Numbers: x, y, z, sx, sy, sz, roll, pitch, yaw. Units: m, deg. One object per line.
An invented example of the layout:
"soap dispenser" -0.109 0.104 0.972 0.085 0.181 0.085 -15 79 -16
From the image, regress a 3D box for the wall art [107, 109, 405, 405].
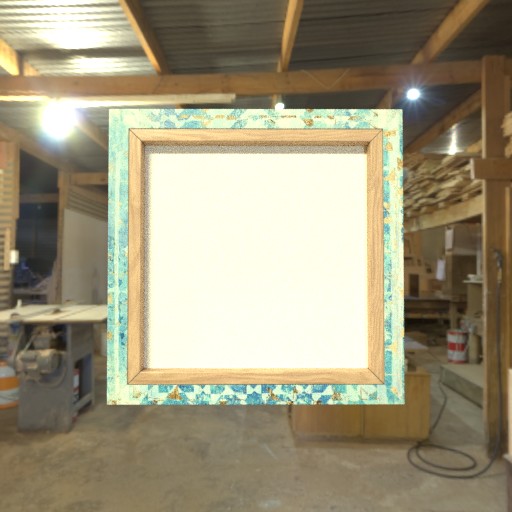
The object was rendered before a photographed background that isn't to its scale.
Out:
"wall art" 0.000 0.000 0.931 0.609 0.609 0.040 0 -1 0
